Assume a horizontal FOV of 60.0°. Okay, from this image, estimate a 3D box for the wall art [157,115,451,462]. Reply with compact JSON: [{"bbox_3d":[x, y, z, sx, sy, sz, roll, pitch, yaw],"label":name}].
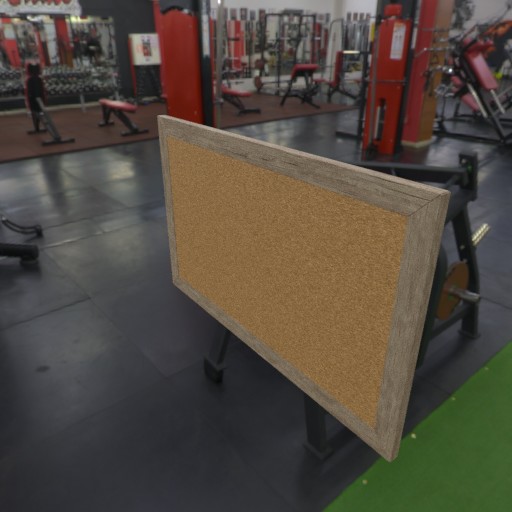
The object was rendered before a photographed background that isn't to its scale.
[{"bbox_3d":[0.000,0.000,0.936,0.021,0.480,0.780,-19,32,-33],"label":"wall art"}]
